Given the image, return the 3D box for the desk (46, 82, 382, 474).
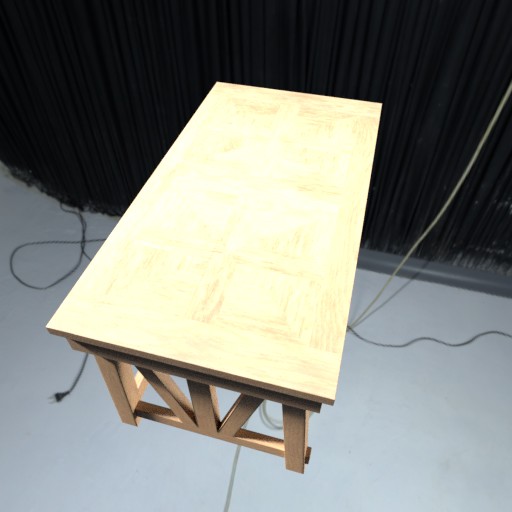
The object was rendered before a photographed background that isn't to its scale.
[{"bbox_3d":[0.000,0.000,1.936,0.813,0.762,1.499,11,49,10],"label":"desk"}]
